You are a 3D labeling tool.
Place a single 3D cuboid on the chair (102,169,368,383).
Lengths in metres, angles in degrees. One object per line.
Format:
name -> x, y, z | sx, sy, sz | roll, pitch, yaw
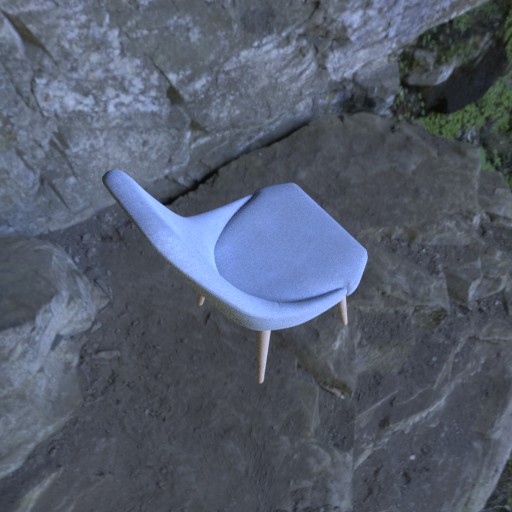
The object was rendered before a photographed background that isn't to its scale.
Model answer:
chair -> 0.000, 0.000, 1.409 | 0.660, 1.040, 0.510 | -34, 64, -19
